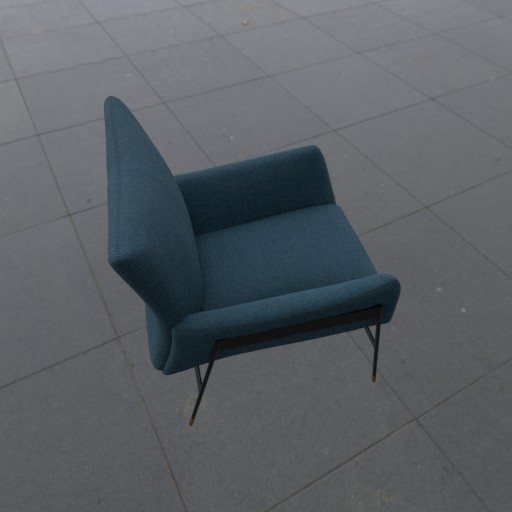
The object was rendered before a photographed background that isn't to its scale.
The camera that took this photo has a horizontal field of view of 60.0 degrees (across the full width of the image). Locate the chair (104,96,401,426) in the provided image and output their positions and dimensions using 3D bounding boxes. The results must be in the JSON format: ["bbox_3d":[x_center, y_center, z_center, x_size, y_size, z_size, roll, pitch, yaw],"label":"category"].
[{"bbox_3d":[0.000,0.000,1.434,0.769,0.859,0.678,-10,48,-9],"label":"chair"}]
